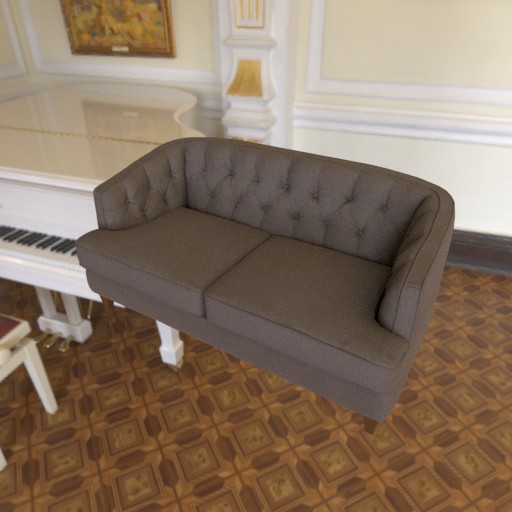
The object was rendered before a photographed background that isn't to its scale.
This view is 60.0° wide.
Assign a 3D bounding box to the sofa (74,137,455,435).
[{"bbox_3d":[0.000,0.000,2.270,1.733,0.855,0.941,18,36,27],"label":"sofa"}]
